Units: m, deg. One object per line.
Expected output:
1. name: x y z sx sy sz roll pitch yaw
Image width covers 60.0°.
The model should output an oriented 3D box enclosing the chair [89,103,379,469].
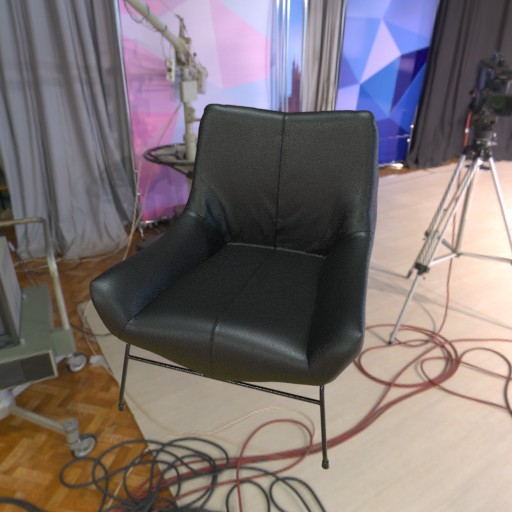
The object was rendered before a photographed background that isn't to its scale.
1. chair: 0.000 0.000 1.573 0.836 0.922 0.826 9 28 17
